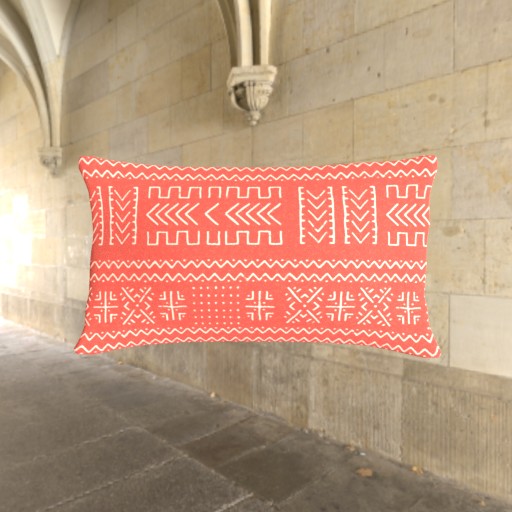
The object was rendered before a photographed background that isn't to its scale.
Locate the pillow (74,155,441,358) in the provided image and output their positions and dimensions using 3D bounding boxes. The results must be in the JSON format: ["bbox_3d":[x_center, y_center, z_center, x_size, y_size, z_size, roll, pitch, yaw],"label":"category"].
[{"bbox_3d":[0.000,0.000,0.783,0.640,0.352,0.130,0,1,1],"label":"pillow"}]
